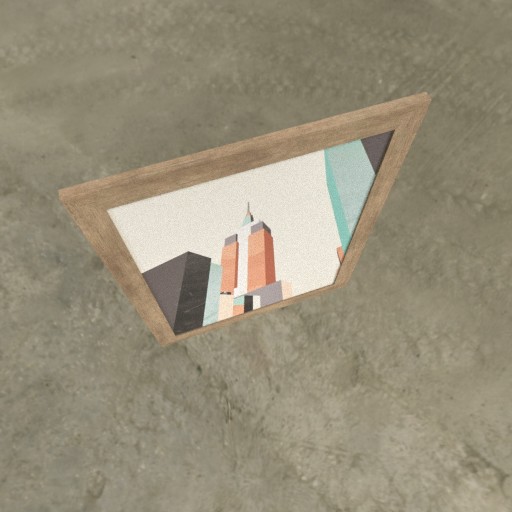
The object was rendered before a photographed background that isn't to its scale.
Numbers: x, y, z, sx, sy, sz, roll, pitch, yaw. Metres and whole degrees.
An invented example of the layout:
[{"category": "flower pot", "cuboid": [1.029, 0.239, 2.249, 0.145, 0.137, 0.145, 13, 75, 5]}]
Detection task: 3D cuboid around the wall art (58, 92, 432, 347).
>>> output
[{"category": "wall art", "cuboid": [0.000, 0.000, 0.912, 0.534, 0.686, 0.018, -17, 64, -9]}]
